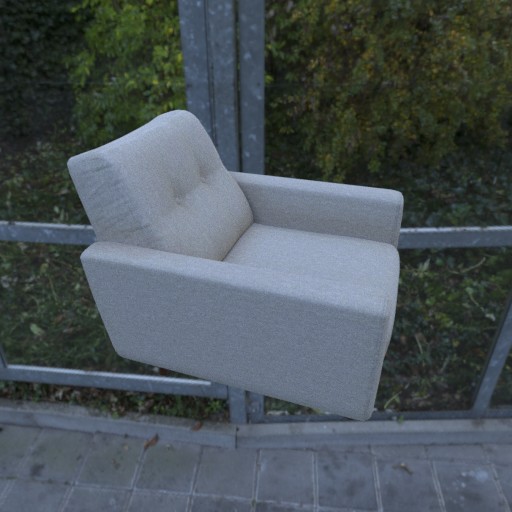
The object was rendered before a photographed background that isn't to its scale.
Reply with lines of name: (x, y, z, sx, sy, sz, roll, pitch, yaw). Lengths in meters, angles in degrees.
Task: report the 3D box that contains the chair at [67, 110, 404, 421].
chair: (0.000, 0.000, 1.798, 1.128, 0.965, 0.897, 10, 33, 16)
